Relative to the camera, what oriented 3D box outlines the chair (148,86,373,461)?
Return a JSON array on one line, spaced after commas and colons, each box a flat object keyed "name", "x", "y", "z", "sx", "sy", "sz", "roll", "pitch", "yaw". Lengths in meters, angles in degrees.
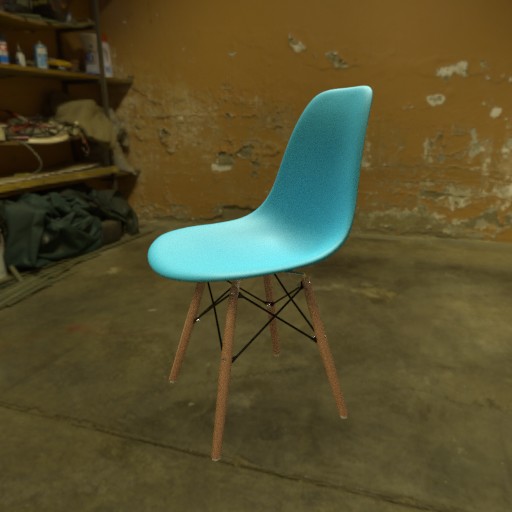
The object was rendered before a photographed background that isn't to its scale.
[{"name": "chair", "x": 0.000, "y": 0.000, "z": 1.133, "sx": 0.531, "sy": 0.826, "sz": 0.470, "roll": -8, "pitch": 18, "yaw": -25}]
